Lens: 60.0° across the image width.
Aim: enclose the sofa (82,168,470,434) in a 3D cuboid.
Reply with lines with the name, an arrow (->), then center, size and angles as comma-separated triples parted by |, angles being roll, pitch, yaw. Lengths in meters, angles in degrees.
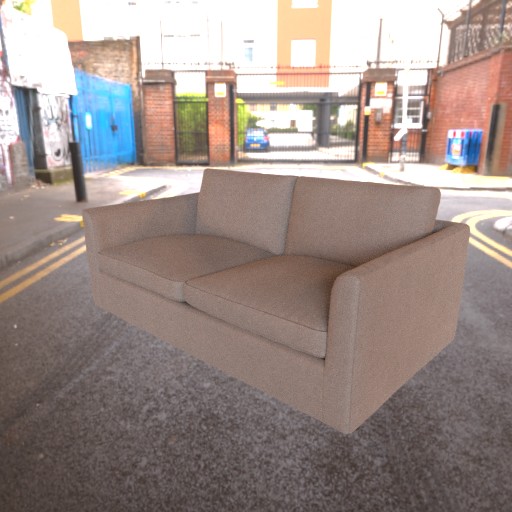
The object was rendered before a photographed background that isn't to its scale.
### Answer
sofa -> 0.000, 0.000, 2.478 | 1.905, 0.839, 1.091 | 14, 21, 41
